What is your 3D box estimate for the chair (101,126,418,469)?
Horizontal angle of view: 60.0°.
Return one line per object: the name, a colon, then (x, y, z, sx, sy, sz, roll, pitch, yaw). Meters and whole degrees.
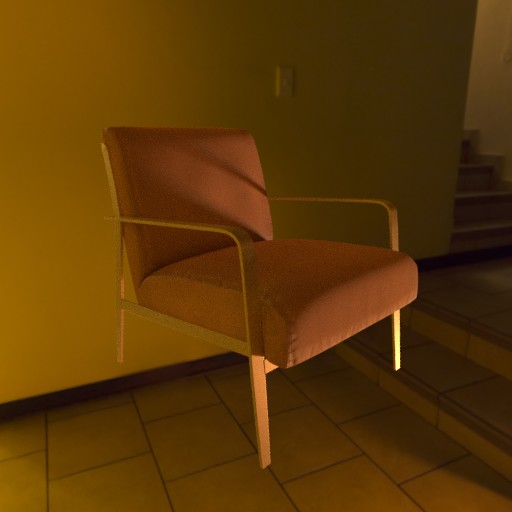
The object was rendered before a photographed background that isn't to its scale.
chair: (0.000, 0.000, 1.453, 0.848, 0.823, 0.701, 14, 21, 43)
